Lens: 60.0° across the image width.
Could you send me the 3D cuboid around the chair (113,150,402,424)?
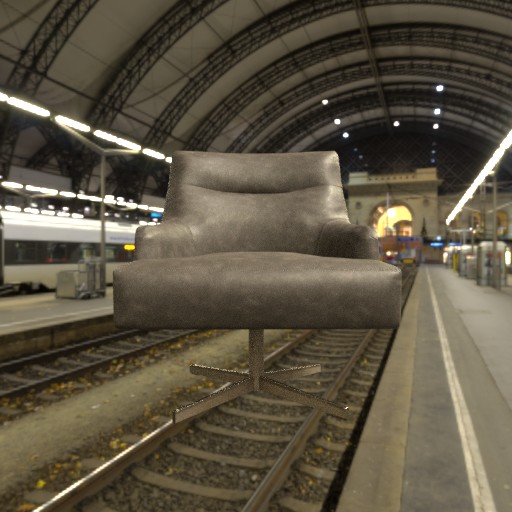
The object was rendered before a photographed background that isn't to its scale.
[{"bbox_3d":[0.000,0.000,1.506,0.738,0.870,0.874,0,0,-1],"label":"chair"}]
